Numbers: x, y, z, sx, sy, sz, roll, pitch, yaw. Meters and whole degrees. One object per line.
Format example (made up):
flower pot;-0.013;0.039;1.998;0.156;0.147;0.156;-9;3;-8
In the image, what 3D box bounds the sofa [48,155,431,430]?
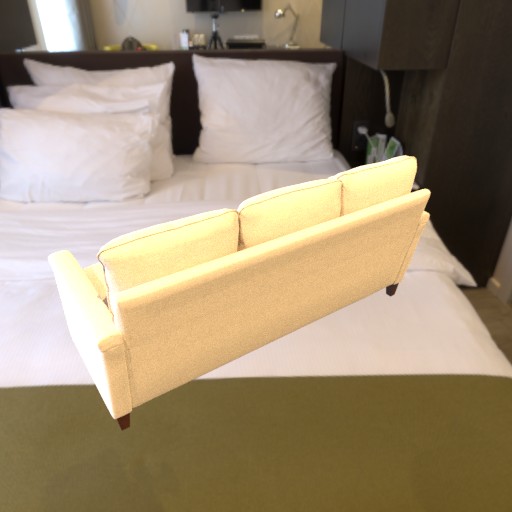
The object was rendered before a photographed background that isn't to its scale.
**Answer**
sofa;0.000;0.000;2.407;1.925;0.961;0.828;-19;36;-29
